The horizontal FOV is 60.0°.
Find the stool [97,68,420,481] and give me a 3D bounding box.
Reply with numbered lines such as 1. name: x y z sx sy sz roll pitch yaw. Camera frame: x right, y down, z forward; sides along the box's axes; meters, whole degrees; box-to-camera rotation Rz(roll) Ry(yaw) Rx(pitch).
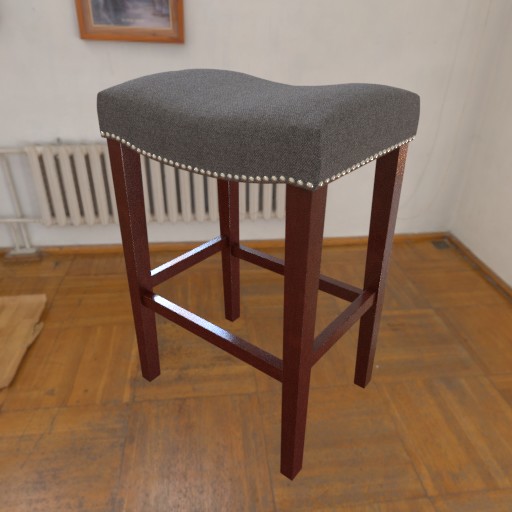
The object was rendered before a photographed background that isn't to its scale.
1. stool: 0.000 0.000 0.989 0.504 0.742 0.372 21 35 33
